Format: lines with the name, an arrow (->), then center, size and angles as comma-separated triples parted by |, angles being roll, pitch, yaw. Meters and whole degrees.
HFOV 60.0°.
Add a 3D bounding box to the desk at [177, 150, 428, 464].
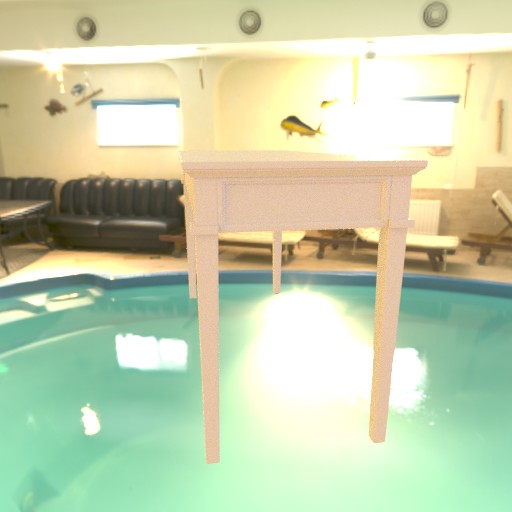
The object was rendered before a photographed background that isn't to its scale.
desk -> 0.000, 0.000, 1.719 | 0.559, 0.774, 1.372 | -3, 15, -10
